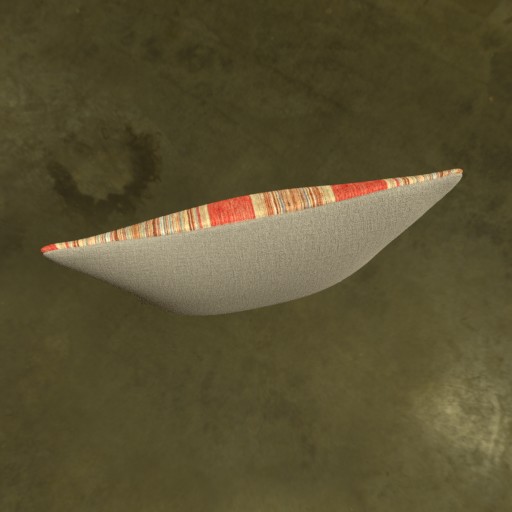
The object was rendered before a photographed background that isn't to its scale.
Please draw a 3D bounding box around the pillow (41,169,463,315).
[{"bbox_3d":[0.000,0.000,0.639,0.437,0.419,0.136,-11,78,-2],"label":"pillow"}]
